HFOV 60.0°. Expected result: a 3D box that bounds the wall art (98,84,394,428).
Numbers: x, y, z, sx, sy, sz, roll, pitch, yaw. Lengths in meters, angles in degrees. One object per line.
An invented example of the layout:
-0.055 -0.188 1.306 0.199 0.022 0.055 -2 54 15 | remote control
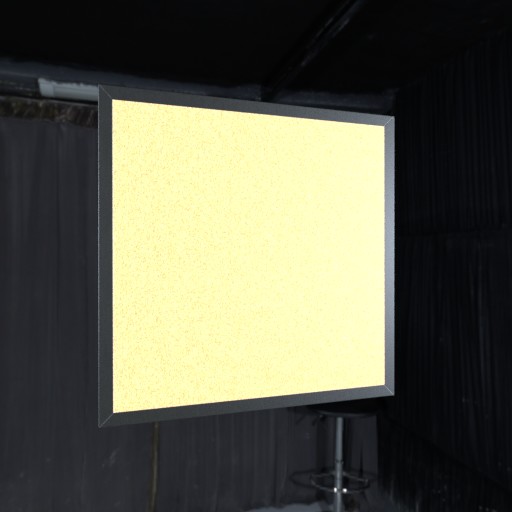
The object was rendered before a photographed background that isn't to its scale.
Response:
0.000 0.000 0.455 0.304 0.304 0.038 0 0 -18 | wall art
